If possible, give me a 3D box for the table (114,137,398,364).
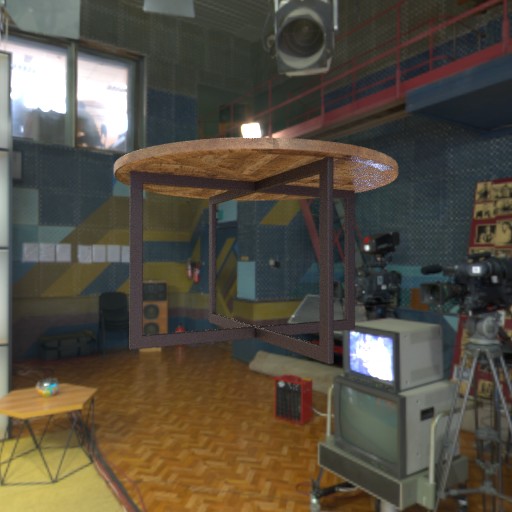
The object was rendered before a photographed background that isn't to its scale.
[{"bbox_3d":[0.000,0.000,2.066,1.264,0.762,1.264,0,0,0],"label":"table"}]
